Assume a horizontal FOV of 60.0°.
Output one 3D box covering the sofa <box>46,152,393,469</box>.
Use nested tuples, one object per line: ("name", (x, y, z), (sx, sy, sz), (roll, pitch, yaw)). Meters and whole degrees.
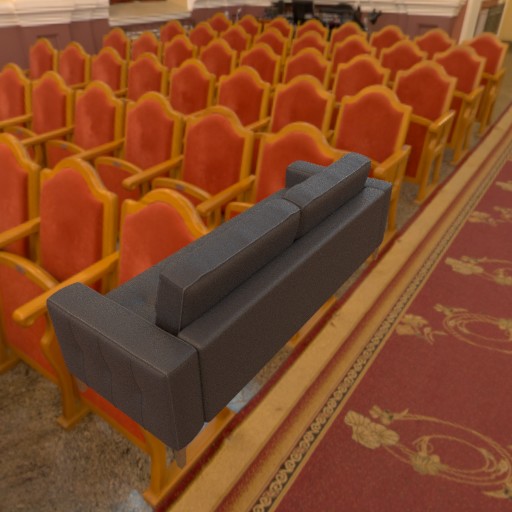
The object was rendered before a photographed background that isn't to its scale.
("sofa", (0.000, 0.000, 2.719), (0.833, 0.893, 2.275), (22, 38, 30))
